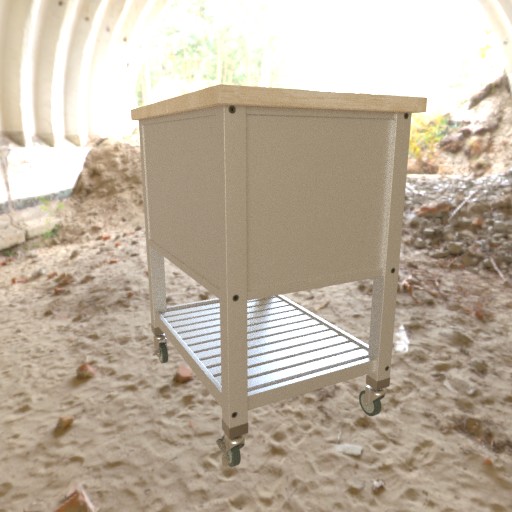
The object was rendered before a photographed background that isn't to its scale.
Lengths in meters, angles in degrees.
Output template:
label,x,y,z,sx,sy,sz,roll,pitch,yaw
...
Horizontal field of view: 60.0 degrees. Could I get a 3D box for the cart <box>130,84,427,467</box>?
label,x,y,z,sx,sy,sz,roll,pitch,yaw
cart,0.000,0.000,1.409,0.559,0.914,0.762,-7,16,-27
